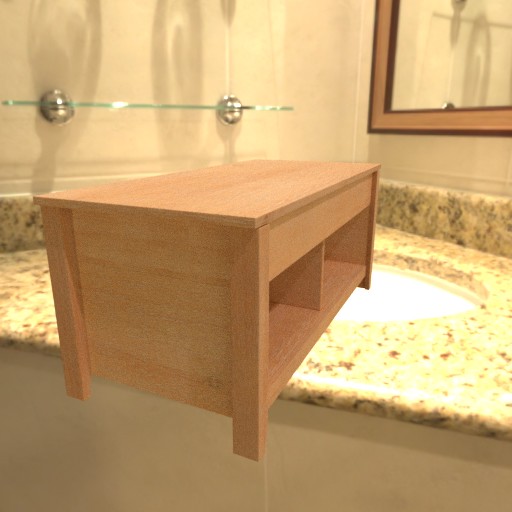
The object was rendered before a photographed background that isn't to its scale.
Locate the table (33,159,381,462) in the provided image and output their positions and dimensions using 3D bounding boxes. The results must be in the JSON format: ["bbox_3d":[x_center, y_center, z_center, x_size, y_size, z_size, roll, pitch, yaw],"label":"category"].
[{"bbox_3d":[0.000,0.000,1.270,0.483,0.457,1.016,8,18,24],"label":"table"}]
